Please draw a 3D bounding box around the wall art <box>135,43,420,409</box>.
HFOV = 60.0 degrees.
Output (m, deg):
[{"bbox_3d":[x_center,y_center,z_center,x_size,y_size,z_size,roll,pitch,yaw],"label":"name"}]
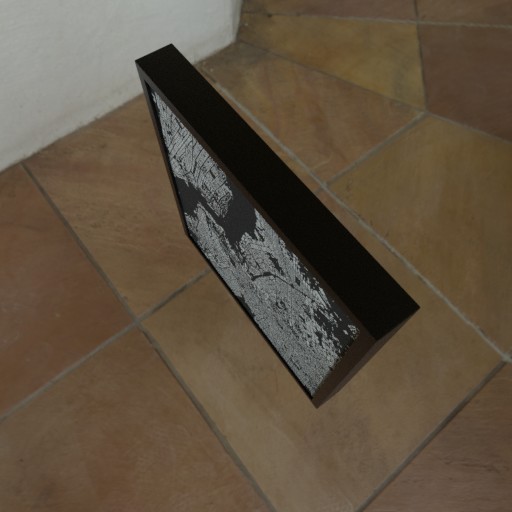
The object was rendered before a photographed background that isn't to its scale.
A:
[{"bbox_3d":[0.000,0.000,0.459,0.037,0.299,0.299,-33,68,-15],"label":"wall art"}]
